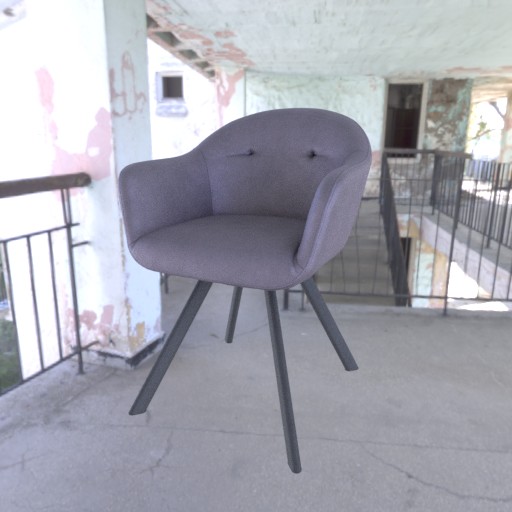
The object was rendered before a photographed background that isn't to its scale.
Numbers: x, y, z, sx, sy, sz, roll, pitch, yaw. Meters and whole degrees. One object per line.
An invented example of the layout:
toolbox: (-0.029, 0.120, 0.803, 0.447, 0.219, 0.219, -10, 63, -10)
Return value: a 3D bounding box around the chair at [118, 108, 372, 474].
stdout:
chair: (0.000, 0.000, 1.185, 0.567, 0.781, 0.544, 7, 17, 26)
